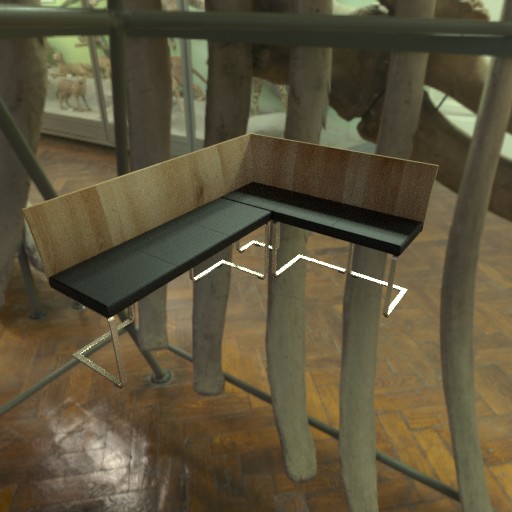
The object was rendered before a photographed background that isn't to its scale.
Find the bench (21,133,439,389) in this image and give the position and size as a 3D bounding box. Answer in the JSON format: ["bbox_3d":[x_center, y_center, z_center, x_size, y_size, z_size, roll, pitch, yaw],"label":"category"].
[{"bbox_3d":[0.000,0.000,2.750,1.495,0.930,1.945,19,34,30],"label":"bench"}]
